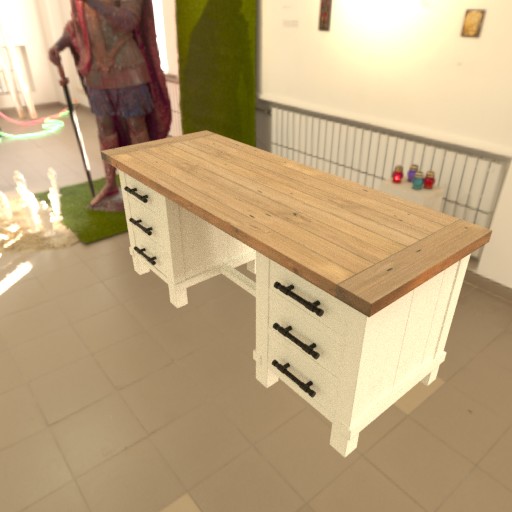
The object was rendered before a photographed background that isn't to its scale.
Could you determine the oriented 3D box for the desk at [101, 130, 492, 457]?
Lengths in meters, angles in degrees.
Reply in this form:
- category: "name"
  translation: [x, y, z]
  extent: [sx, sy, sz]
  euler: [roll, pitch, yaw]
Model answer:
- category: "desk"
  translation: [0.000, 0.000, 2.177]
  extent: [0.688, 0.760, 1.803]
  euler: [-23, 37, -34]
